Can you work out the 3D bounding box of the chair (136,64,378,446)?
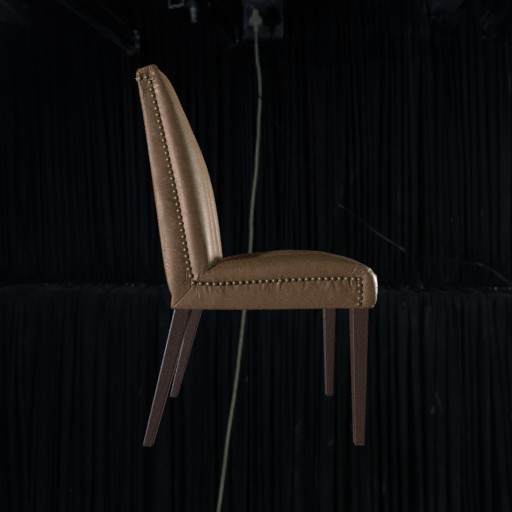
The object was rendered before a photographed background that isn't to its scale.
[{"bbox_3d":[0.000,0.000,1.403,0.647,1.016,0.511,0,0,-1],"label":"chair"}]
